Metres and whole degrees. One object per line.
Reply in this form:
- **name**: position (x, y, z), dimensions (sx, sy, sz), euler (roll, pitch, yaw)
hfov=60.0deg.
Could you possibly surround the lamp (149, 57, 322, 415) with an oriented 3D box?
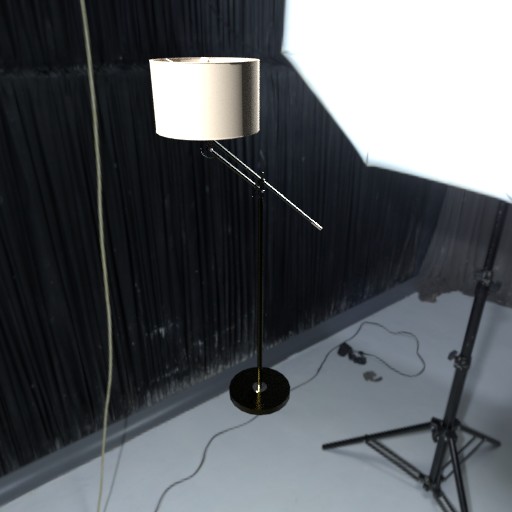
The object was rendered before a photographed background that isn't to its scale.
- **lamp**: position (0.000, 0.000, 1.990), dimensions (0.809, 1.635, 0.373), euler (-18, 31, -32)
